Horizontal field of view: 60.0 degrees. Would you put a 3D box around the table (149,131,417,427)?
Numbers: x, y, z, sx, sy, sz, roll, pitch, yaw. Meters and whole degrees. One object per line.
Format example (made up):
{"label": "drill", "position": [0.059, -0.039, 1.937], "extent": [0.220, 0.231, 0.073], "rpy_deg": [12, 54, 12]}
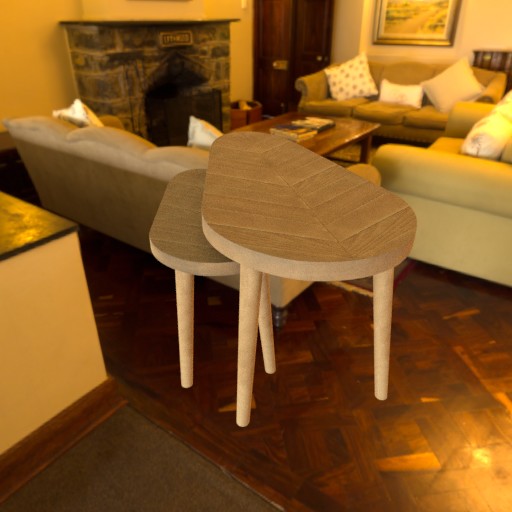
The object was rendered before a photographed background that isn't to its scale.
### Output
{"label": "table", "position": [0.000, 0.000, 1.566], "extent": [0.701, 0.595, 1.190], "rpy_deg": [-6, 29, -12]}
